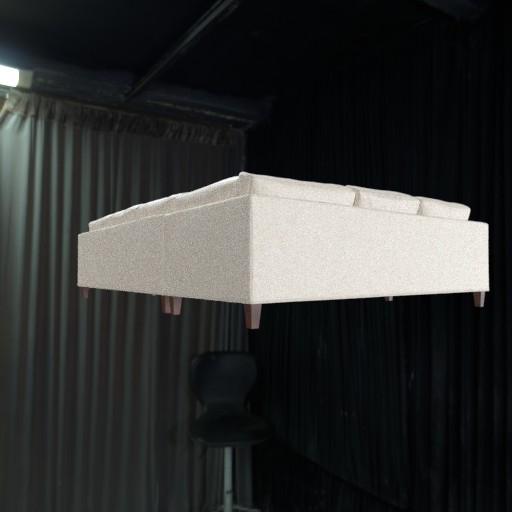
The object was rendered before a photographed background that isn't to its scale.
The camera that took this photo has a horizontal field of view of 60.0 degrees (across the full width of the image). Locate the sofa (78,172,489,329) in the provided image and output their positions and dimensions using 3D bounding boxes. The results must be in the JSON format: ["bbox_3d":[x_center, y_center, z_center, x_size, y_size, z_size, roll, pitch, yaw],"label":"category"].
[{"bbox_3d":[0.000,0.000,4.195,2.432,0.863,3.182,1,-2,-36],"label":"sofa"}]
